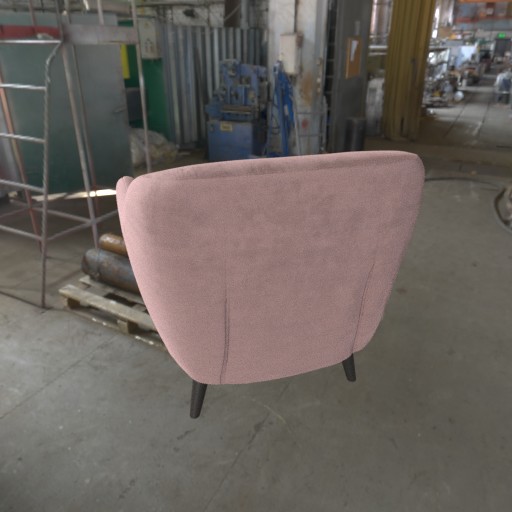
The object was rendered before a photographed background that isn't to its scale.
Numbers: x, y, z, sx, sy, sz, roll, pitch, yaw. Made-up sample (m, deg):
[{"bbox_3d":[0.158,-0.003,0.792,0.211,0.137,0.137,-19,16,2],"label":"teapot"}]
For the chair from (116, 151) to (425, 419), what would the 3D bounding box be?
[{"bbox_3d":[0.000,0.000,1.483,0.840,0.820,0.820,-8,27,-16],"label":"chair"}]
